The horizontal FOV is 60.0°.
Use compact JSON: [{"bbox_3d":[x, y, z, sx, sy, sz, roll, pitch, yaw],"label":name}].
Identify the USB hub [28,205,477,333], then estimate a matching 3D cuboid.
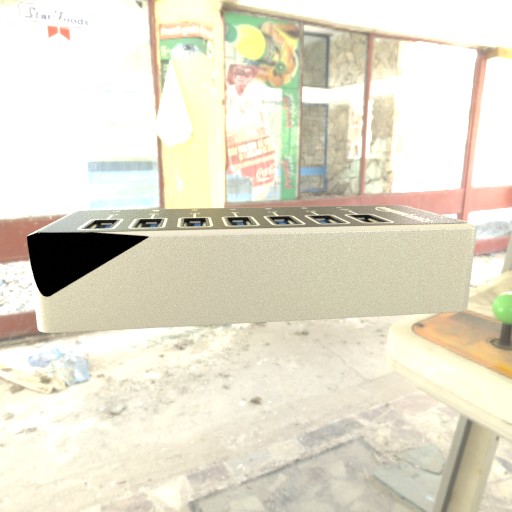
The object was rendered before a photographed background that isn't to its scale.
[{"bbox_3d":[0.000,0.000,0.127,0.110,0.023,0.044,-2,13,-8],"label":"USB hub"}]
